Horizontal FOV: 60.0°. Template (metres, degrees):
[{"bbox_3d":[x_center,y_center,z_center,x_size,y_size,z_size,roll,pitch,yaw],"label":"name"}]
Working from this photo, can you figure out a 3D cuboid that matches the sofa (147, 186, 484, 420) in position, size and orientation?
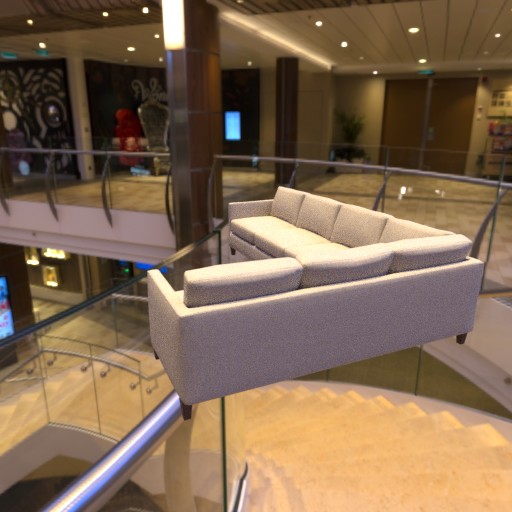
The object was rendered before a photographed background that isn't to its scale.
[{"bbox_3d":[0.000,0.000,4.505,2.522,0.934,3.333,-8,19,-23],"label":"sofa"}]
